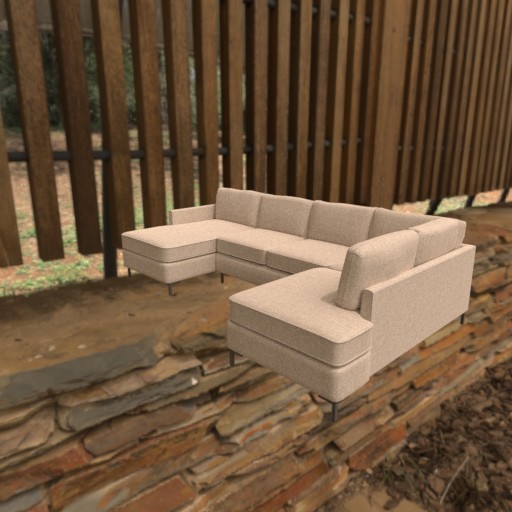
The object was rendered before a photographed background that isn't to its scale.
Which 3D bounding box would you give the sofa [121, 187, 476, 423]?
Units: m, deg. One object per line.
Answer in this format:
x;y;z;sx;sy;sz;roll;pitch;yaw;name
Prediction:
0.000;0.000;4.331;2.021;0.996;3.423;-15;21;-42;sofa
